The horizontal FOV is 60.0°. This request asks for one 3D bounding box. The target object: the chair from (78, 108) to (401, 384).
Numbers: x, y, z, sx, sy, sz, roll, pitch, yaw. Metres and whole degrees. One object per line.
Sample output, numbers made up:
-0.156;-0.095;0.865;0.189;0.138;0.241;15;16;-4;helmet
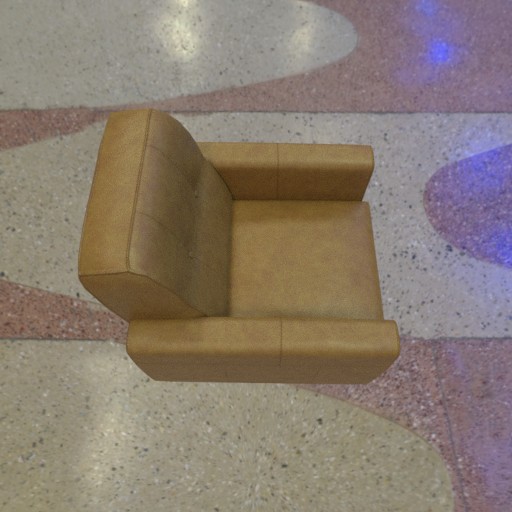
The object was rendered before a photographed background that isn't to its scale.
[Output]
0.000;0.000;1.664;0.942;0.968;0.845;0;63;0;chair
